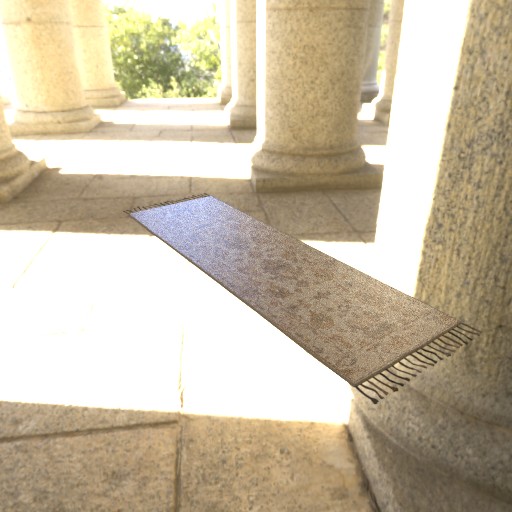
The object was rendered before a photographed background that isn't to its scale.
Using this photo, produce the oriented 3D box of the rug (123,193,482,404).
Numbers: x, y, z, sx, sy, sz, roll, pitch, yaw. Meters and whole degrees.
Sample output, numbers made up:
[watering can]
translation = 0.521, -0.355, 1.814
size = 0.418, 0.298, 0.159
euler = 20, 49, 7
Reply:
[rug]
translation = 0.000, 0.000, 2.648
size = 0.729, 0.021, 2.438
euler = -18, 31, -32
